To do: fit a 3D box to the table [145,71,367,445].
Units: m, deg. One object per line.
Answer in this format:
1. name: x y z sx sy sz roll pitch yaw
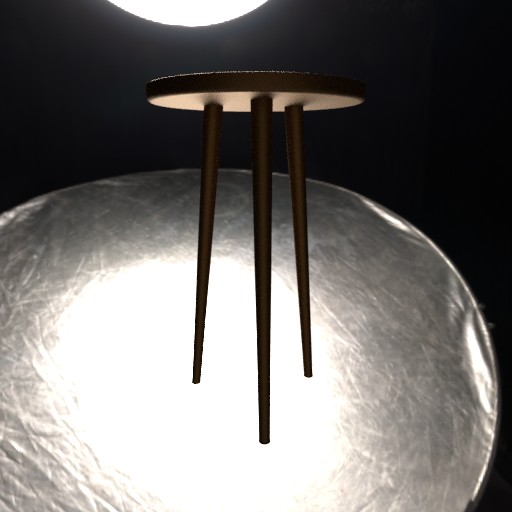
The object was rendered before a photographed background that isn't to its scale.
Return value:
1. table: 0.000 0.000 0.674 0.299 0.480 0.299 -2 14 -9
